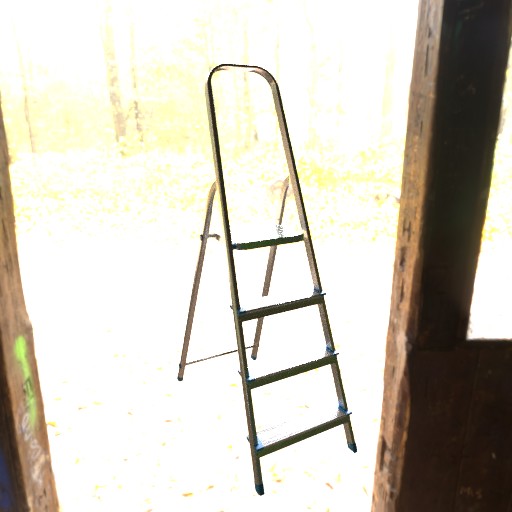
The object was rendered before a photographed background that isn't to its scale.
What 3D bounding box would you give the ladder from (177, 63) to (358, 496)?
[{"bbox_3d":[0.000,0.000,1.765,0.445,1.434,0.842,-9,19,-28],"label":"ladder"}]
